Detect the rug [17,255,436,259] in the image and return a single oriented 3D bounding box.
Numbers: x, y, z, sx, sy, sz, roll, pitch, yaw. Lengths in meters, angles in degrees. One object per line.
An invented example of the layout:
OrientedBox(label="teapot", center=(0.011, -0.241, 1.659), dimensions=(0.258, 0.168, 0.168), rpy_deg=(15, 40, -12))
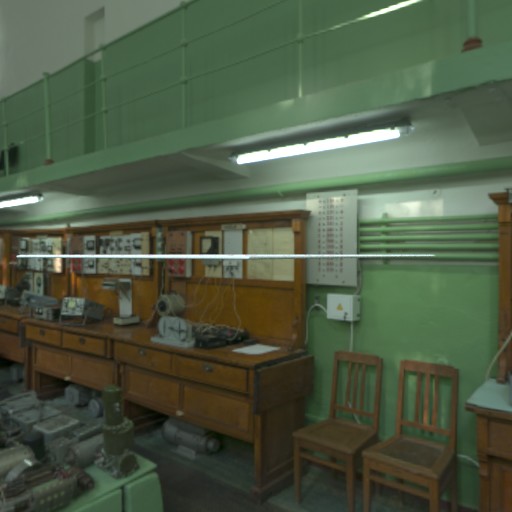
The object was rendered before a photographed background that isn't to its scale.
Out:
OrientedBox(label="rug", center=(0.000, 0.000, 2.801), dimensions=(1.598, 0.014, 2.202), rpy_deg=(0, 0, 37))
